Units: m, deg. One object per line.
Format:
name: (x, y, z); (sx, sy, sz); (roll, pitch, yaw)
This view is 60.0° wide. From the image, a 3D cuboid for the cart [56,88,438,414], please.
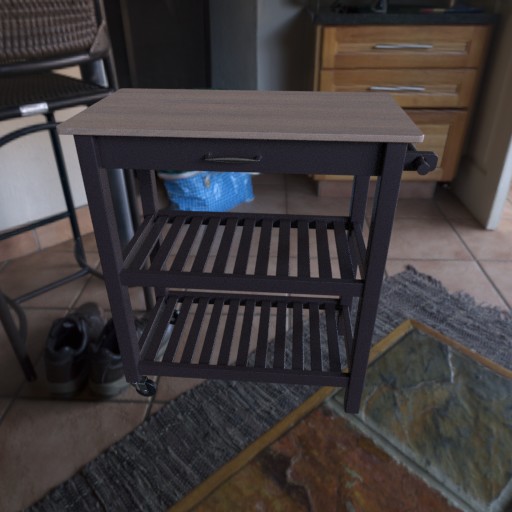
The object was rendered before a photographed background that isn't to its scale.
cart: (0.000, 0.000, 1.425); (0.899, 0.927, 0.457); (2, 31, 4)
